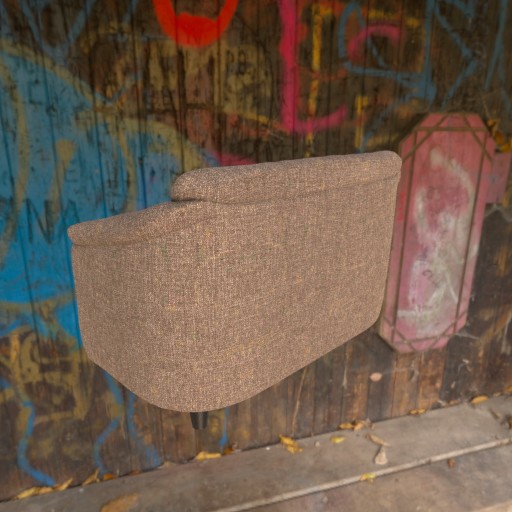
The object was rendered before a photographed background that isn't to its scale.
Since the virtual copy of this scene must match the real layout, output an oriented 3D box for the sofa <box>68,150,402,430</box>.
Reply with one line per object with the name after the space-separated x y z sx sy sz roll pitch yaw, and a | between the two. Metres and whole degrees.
0.000 0.000 1.945 1.404 0.895 0.799 -16 24 -42 | sofa
